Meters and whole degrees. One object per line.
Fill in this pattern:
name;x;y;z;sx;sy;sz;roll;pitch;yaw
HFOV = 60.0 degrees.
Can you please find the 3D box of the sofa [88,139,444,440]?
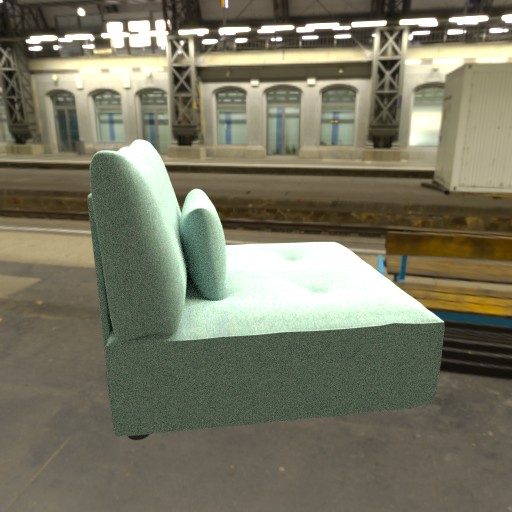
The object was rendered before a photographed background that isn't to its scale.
sofa;0.000;0.000;1.655;1.000;0.820;0.930;-2;17;-8
